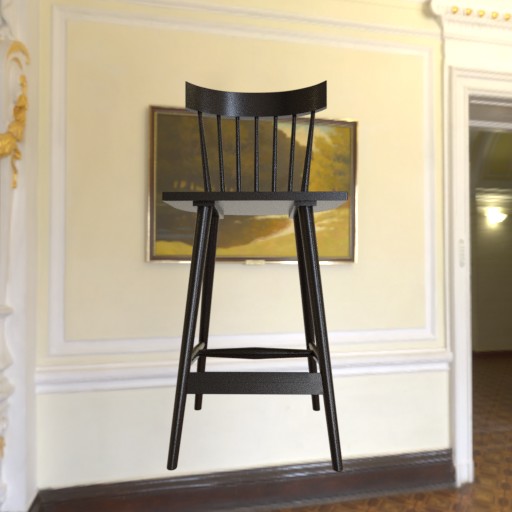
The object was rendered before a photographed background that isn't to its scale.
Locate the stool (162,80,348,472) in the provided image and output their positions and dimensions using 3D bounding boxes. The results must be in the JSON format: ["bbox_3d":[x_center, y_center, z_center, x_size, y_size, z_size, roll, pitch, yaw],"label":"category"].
[{"bbox_3d":[0.000,0.000,1.366,0.482,1.092,0.483,0,-1,1],"label":"stool"}]
